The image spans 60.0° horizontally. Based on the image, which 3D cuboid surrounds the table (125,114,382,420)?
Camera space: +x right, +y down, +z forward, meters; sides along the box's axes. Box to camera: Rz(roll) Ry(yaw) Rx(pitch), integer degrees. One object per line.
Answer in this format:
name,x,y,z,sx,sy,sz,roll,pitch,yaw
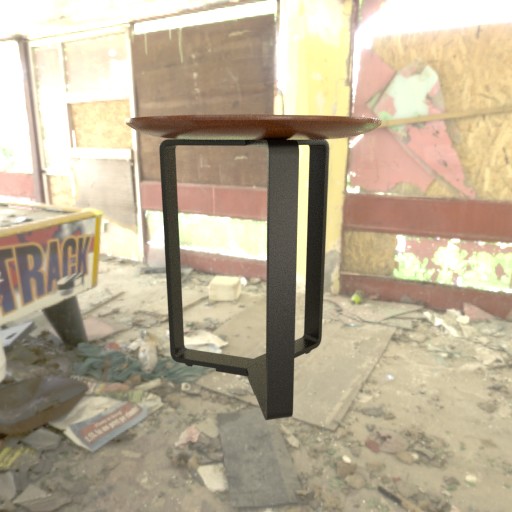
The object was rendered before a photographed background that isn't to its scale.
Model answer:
table,0.000,0.000,0.771,0.410,0.450,0.380,-13,20,-41
